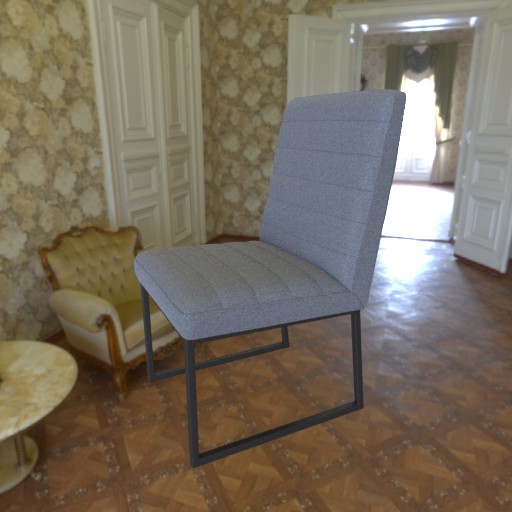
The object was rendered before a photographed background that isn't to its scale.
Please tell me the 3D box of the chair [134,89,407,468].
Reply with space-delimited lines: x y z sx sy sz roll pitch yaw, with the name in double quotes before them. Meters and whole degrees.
"chair" 0.000 0.000 1.325 0.634 0.930 0.520 -8 18 -26
